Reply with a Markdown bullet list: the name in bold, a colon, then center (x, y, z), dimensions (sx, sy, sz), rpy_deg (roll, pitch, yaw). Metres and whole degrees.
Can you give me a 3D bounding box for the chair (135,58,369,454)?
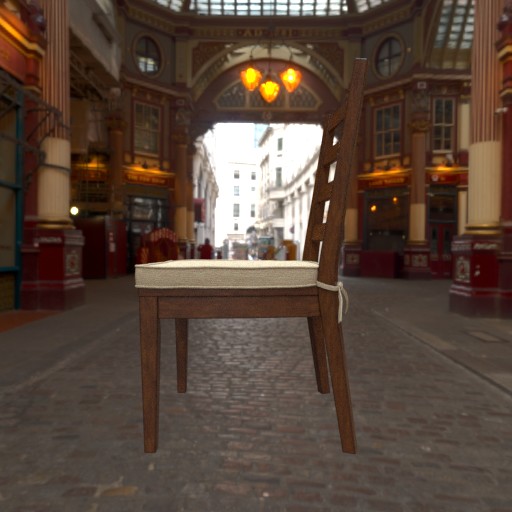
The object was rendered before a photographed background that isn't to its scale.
- **chair**: center (0.000, 0.000, 1.339), dimensions (0.595, 0.979, 0.593), rpy_deg (0, 1, 0)
